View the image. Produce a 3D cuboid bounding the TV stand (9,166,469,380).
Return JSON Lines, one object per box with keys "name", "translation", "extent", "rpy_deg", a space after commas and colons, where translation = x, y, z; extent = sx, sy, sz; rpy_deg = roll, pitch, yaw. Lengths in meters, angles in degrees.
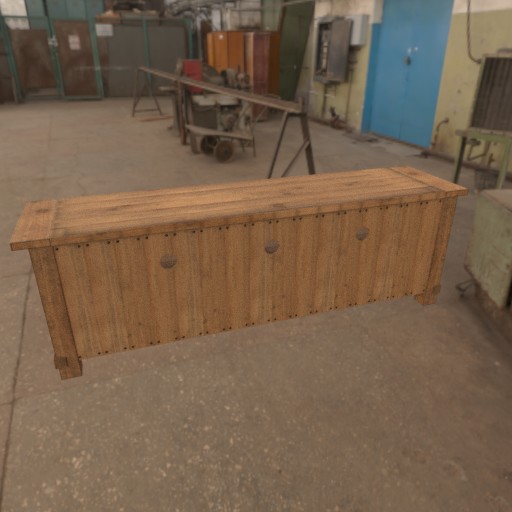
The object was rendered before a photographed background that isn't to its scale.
{"name": "TV stand", "translation": [0.000, 0.000, 1.979], "extent": [1.804, 0.573, 0.453], "rpy_deg": [-8, 27, -17]}
